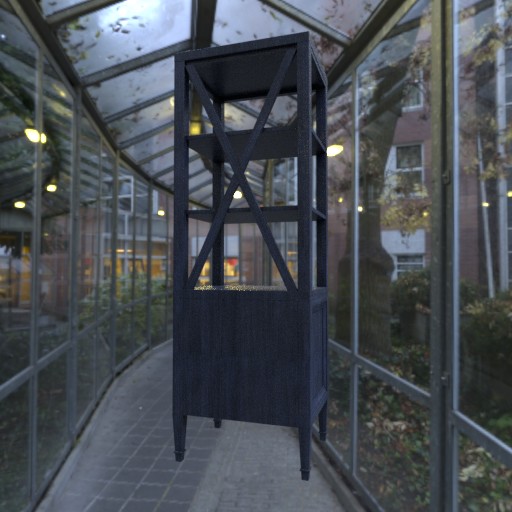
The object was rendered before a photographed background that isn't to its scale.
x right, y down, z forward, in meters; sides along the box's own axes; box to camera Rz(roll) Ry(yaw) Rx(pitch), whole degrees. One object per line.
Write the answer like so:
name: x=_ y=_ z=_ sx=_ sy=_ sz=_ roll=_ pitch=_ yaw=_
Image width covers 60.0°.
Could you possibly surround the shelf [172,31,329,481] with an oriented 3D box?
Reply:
shelf: x=0.000 y=0.000 z=2.008 sx=0.584 sy=1.727 sz=0.472 roll=-1 pitch=-2 yaw=18
